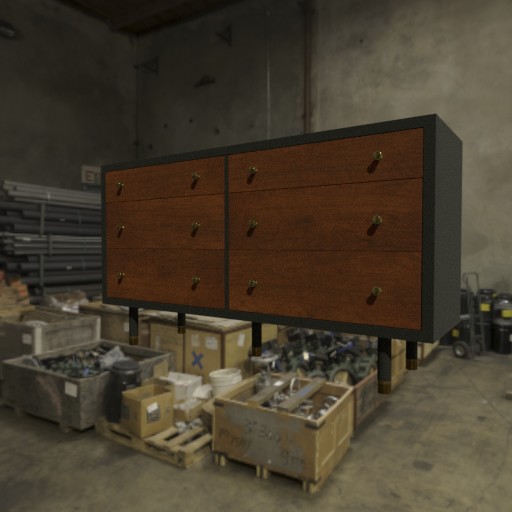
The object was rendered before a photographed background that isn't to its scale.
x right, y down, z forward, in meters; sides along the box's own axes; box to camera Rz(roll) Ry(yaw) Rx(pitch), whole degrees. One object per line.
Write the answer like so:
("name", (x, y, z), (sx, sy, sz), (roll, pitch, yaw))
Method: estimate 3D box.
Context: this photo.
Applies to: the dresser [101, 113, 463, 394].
("dresser", (0.000, 0.000, 1.920), (1.558, 0.872, 0.463), (1, 2, 34))
